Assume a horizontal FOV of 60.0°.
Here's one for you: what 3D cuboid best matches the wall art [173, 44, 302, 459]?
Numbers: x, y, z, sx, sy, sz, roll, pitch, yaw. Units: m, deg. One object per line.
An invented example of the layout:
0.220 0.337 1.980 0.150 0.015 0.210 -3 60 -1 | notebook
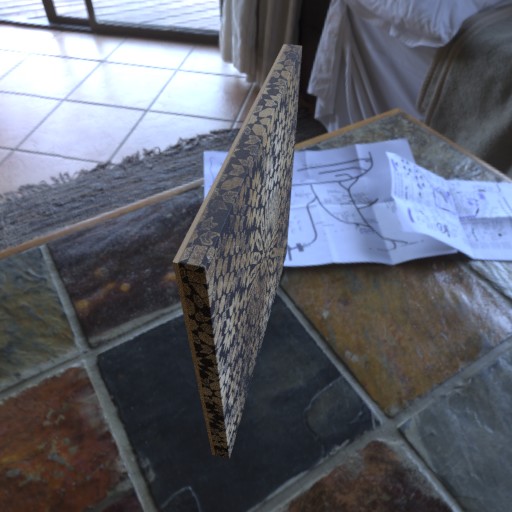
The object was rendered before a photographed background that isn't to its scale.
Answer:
0.000 0.000 0.914 0.038 0.612 0.612 10 48 10 | wall art
